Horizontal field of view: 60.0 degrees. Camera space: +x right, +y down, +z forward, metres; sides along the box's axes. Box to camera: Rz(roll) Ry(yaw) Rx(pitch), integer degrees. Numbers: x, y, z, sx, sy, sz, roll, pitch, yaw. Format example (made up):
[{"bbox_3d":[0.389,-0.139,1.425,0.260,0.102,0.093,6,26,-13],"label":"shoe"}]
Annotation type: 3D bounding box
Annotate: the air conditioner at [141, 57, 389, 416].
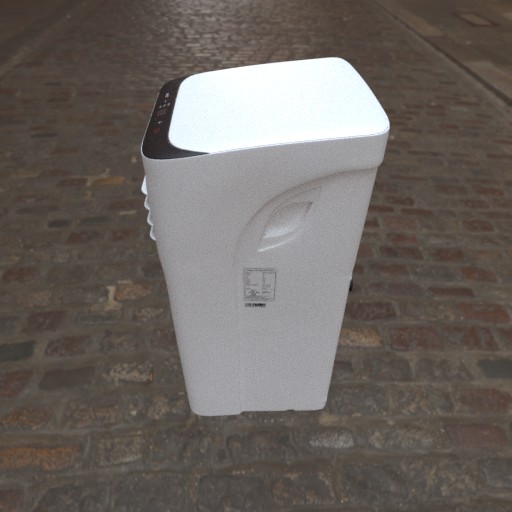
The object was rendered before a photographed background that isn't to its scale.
[{"bbox_3d":[0.000,0.000,0.933,0.369,0.716,0.352,-2,39,-2],"label":"air conditioner"}]
